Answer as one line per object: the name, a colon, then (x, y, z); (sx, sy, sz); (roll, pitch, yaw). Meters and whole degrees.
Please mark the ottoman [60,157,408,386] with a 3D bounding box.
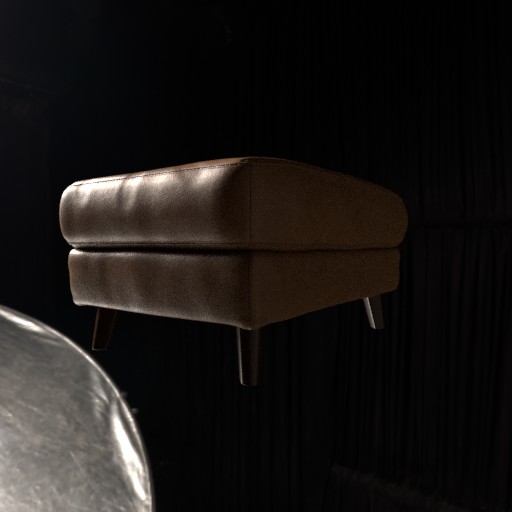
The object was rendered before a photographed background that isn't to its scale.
ottoman: (0.000, 0.000, 1.257); (0.630, 0.461, 0.869); (1, 2, 36)
